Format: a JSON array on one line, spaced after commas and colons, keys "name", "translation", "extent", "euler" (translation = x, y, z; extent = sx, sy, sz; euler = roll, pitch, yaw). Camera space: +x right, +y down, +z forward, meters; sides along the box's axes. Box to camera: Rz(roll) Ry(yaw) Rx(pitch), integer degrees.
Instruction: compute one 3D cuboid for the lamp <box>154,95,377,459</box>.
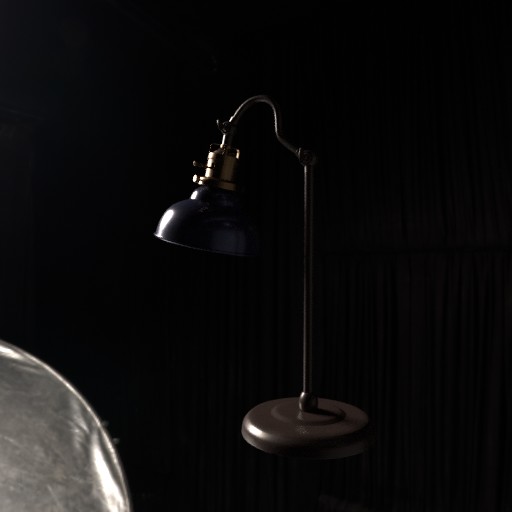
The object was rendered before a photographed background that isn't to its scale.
[{"name": "lamp", "translation": [0.000, 0.000, 0.698], "extent": [0.374, 0.508, 0.192], "euler": [-1, -2, 34]}]
